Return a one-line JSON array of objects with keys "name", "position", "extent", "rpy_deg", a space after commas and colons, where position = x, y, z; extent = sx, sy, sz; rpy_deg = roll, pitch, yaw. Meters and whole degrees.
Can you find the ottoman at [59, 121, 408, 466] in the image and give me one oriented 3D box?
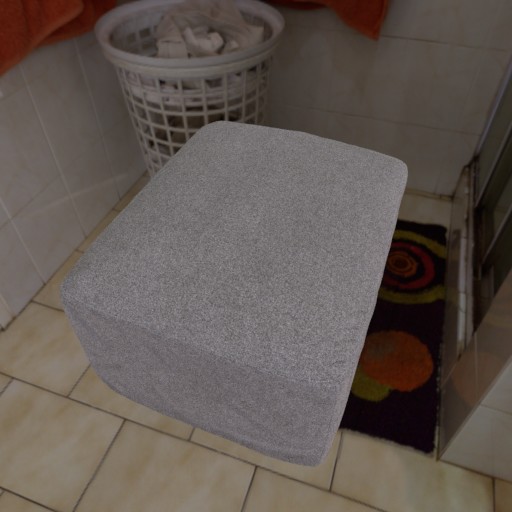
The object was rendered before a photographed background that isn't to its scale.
[{"name": "ottoman", "position": [0.000, 0.000, 1.243], "extent": [0.683, 0.481, 0.837], "rpy_deg": [16, 48, 15]}]
